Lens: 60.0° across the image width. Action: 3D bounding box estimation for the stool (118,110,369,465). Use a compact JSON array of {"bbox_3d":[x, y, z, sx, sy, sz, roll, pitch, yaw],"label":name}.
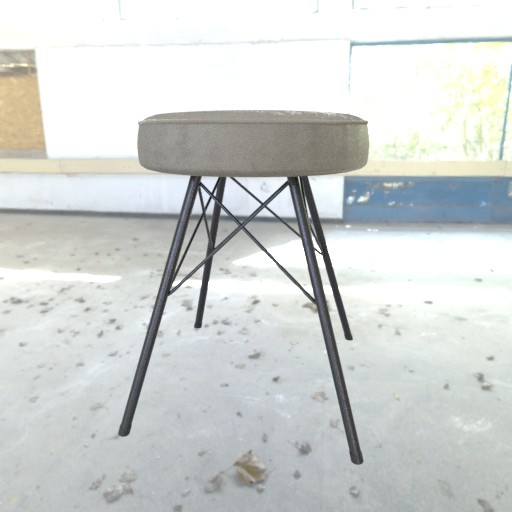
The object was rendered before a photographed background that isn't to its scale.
[{"bbox_3d":[0.000,0.000,0.875,0.423,0.538,0.457,3,16,9],"label":"stool"}]
